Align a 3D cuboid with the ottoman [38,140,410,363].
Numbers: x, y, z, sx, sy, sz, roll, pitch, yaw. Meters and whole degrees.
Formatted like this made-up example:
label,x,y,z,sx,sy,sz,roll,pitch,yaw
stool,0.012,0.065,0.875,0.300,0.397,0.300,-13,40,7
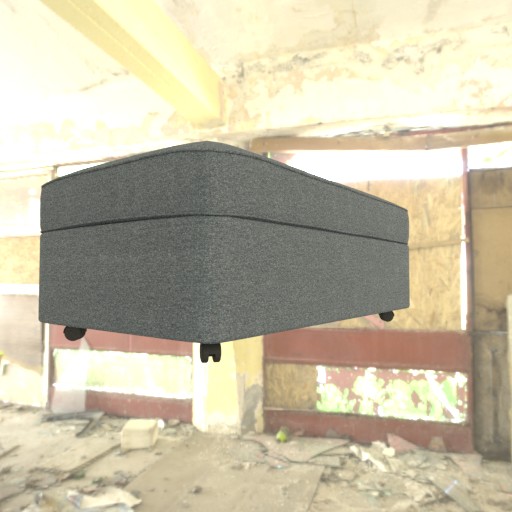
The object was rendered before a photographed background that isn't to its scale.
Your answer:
label,x,y,z,sx,sy,sz,roll,pitch,yaw
ottoman,0.000,0.000,1.503,0.681,0.494,1.173,-2,-3,37
